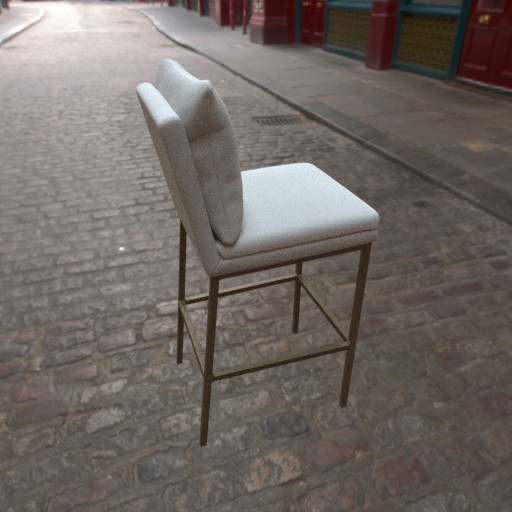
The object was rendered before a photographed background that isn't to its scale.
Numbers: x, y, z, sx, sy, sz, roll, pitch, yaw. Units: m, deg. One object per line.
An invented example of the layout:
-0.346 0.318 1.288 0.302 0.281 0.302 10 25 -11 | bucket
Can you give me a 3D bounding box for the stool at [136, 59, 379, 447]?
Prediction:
0.000 0.000 1.407 0.572 1.125 0.463 -10 32 -17 | stool
